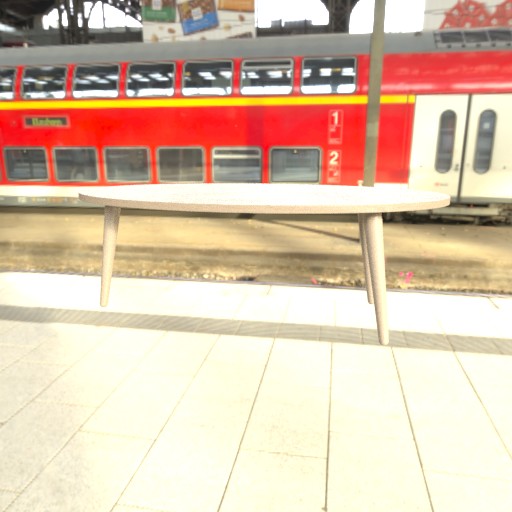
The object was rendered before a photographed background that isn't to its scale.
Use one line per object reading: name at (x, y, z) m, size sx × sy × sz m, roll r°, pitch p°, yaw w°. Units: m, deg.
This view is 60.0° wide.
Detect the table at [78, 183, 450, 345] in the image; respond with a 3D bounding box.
table at (0.000, 0.000, 1.357) m, size 1.083 × 0.390 × 0.542 m, roll 2°, pitch 15°, yaw 8°
